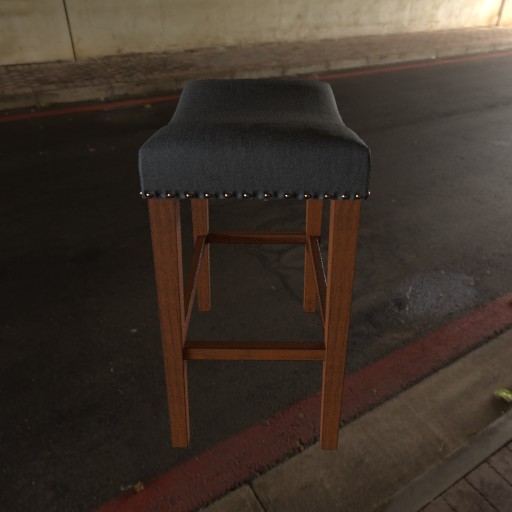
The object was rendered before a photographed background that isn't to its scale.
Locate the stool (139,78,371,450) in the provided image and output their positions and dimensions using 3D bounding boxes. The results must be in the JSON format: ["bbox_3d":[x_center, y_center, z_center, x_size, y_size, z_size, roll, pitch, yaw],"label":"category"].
[{"bbox_3d":[0.000,0.000,0.884,0.320,0.612,0.439,0,32,1],"label":"stool"}]
